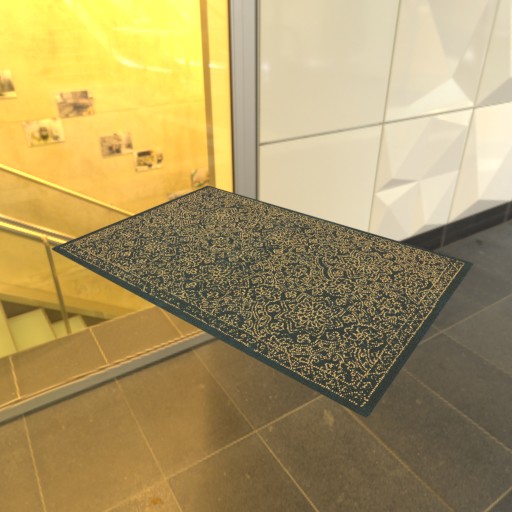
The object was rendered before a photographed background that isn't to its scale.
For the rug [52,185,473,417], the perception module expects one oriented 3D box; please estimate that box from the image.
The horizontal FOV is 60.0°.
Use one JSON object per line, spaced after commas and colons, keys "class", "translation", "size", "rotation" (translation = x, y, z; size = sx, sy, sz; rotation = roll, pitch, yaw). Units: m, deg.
{"class": "rug", "translation": [0.000, 0.000, 2.300], "size": [1.829, 0.010, 1.219], "rotation": [21, 35, 32]}
